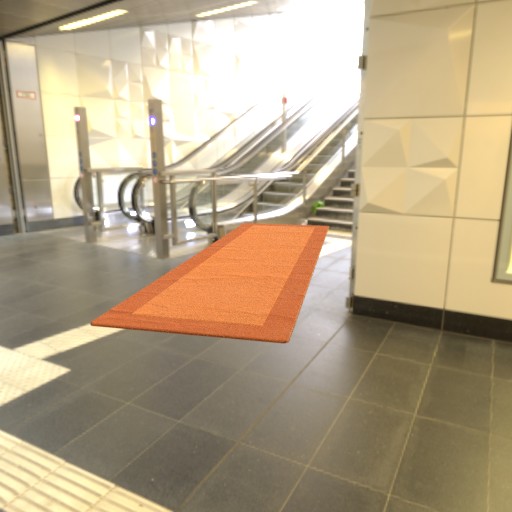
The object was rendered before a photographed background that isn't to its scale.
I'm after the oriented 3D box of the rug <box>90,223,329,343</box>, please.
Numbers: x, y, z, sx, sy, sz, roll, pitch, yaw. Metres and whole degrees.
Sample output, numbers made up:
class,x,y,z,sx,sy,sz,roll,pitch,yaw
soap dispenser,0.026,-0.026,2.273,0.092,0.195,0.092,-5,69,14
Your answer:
class,x,y,z,sx,sy,sz,roll,pitch,yaw
rug,0.000,0.000,2.736,0.914,0.013,2.471,2,13,8
